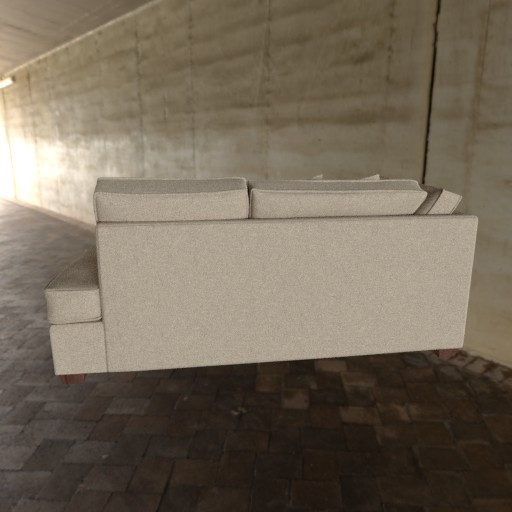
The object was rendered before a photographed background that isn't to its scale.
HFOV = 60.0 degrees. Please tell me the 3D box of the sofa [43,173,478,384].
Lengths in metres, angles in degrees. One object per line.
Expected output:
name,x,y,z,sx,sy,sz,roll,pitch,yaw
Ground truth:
sofa,0.000,0.000,2.773,2.237,1.033,1.110,-2,14,-8
